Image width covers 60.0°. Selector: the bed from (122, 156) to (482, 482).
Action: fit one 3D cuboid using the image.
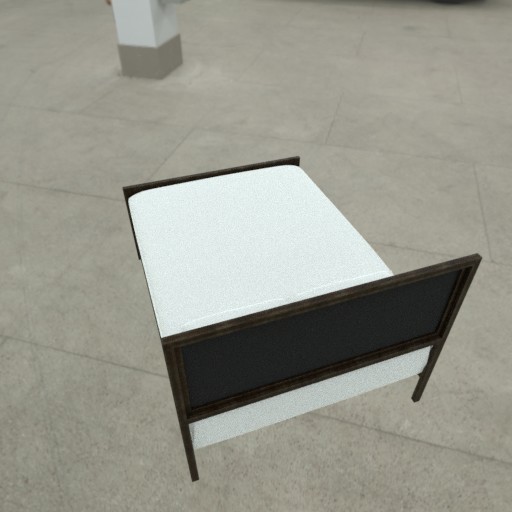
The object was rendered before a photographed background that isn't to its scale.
[{"bbox_3d":[0.000,0.000,3.224,1.607,1.313,2.221,-13,42,-15],"label":"bed"}]
